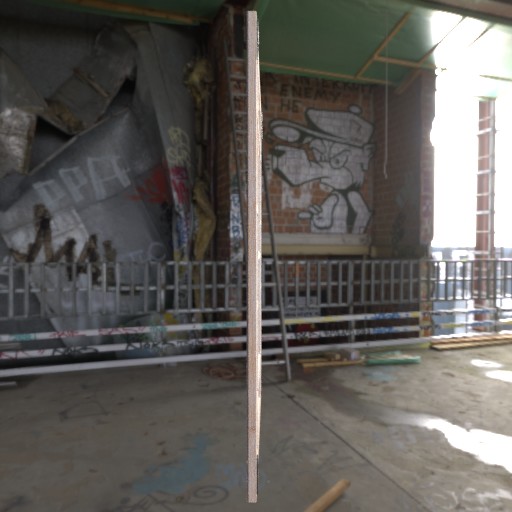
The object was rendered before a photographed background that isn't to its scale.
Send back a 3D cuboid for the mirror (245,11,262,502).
[{"bbox_3d":[0.000,0.000,1.249,0.025,0.996,0.705,0,1,1],"label":"mirror"}]
